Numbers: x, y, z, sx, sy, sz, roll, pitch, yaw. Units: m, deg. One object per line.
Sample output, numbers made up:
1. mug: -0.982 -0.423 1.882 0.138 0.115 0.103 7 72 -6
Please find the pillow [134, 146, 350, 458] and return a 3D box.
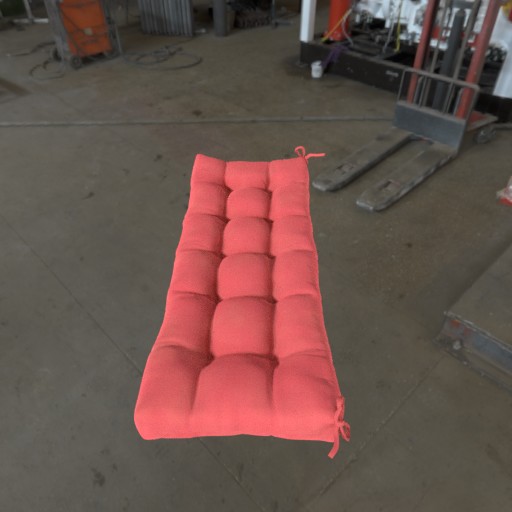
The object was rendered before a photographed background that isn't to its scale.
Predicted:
1. pillow: 0.000 0.000 1.339 0.511 0.174 1.194 1 41 1
